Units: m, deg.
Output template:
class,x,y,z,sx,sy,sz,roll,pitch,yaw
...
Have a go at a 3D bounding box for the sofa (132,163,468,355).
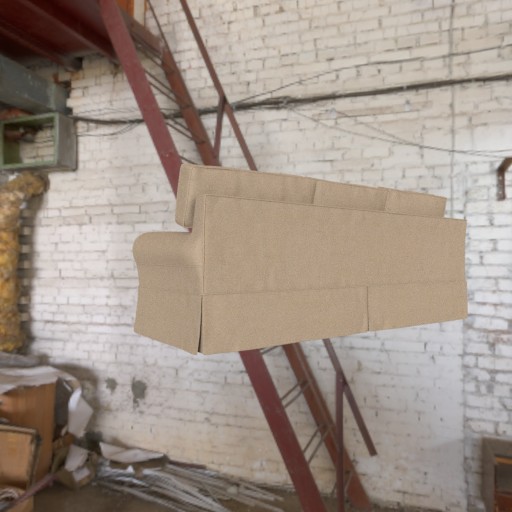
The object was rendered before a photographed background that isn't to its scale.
class,x,y,z,sx,sy,sz,roll,pitch,yaw
sofa,0.000,0.000,4.258,2.733,1.124,2.730,0,-1,-35
